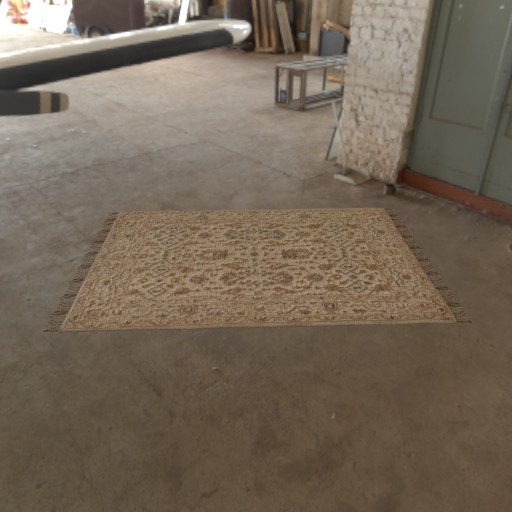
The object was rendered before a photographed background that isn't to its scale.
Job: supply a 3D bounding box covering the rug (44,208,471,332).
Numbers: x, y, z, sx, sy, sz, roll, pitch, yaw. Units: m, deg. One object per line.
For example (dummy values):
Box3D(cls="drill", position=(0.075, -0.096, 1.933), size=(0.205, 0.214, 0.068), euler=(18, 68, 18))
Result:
Box3D(cls="rug", position=(0.000, 0.000, 3.138), size=(2.434, 0.027, 1.529), euler=(-1, 31, -2))
